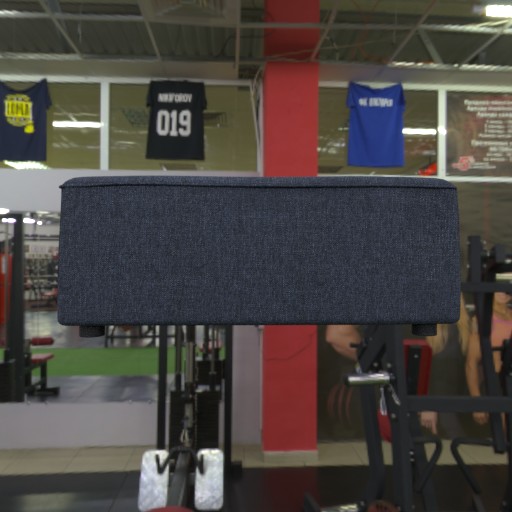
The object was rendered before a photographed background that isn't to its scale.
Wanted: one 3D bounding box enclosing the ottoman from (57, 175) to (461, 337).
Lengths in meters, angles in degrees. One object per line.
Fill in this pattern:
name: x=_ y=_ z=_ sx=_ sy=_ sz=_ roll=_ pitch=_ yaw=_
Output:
ottoman: x=0.000 y=0.000 z=1.587 sx=1.023 sy=0.423 sz=1.017 roll=0 pitch=-1 yaw=-1
